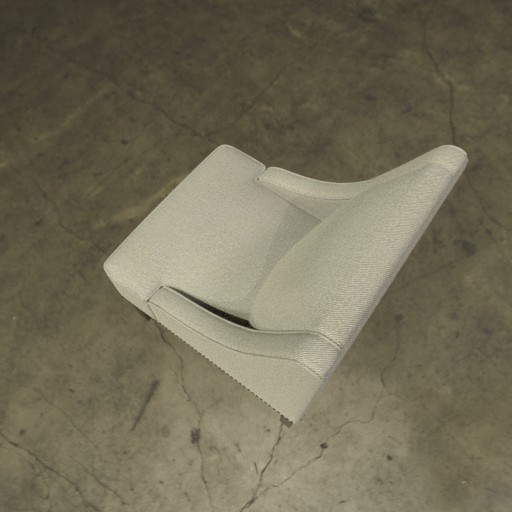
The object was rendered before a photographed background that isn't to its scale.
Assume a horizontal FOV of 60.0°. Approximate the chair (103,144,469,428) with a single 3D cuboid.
[{"bbox_3d":[0.000,0.000,1.350,0.748,0.872,0.628,33,67,16],"label":"chair"}]
